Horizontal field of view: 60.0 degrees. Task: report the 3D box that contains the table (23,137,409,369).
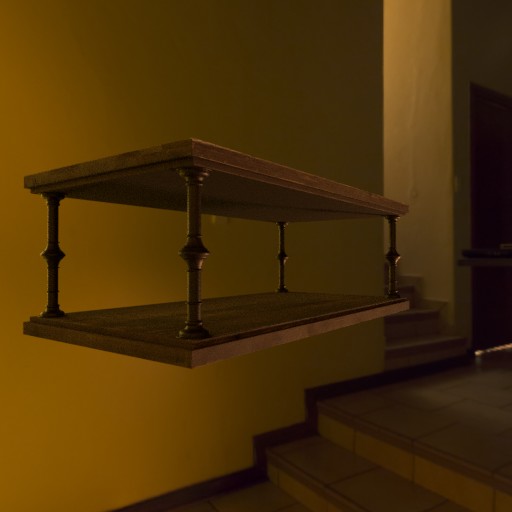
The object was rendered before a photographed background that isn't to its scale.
[{"bbox_3d":[0.000,0.000,1.314,0.554,0.373,1.088,0,-1,37],"label":"table"}]
